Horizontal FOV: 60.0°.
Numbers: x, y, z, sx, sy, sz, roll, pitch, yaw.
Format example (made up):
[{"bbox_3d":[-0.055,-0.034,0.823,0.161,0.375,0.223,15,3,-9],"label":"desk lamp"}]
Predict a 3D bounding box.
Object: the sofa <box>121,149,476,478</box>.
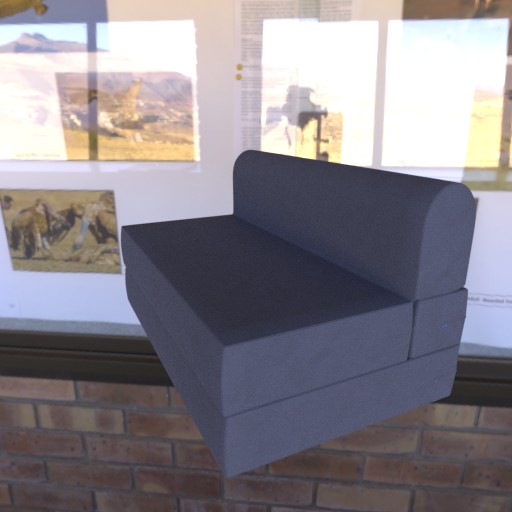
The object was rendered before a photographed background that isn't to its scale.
[{"bbox_3d":[0.000,0.000,1.614,0.762,0.660,1.219,-9,20,-25],"label":"sofa"}]
